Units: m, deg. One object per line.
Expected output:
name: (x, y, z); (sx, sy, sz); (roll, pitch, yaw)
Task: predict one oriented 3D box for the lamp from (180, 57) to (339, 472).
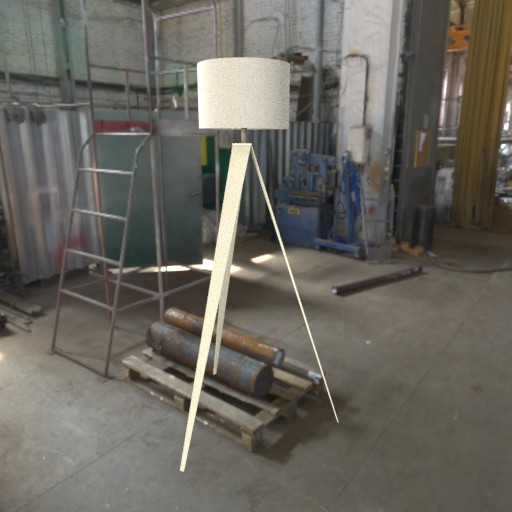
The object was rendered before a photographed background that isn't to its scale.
lamp: (0.000, 0.000, 1.929); (0.716, 1.524, 0.724); (-2, 15, -9)
